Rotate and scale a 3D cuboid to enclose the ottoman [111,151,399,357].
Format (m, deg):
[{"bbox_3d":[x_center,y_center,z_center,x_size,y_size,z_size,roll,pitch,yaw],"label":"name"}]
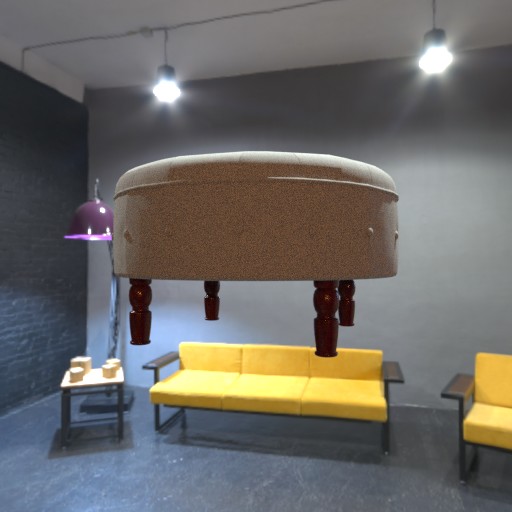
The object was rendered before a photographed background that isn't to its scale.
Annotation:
[{"bbox_3d":[0.000,0.000,1.383,0.850,0.483,0.850,0,-1,0],"label":"ottoman"}]
